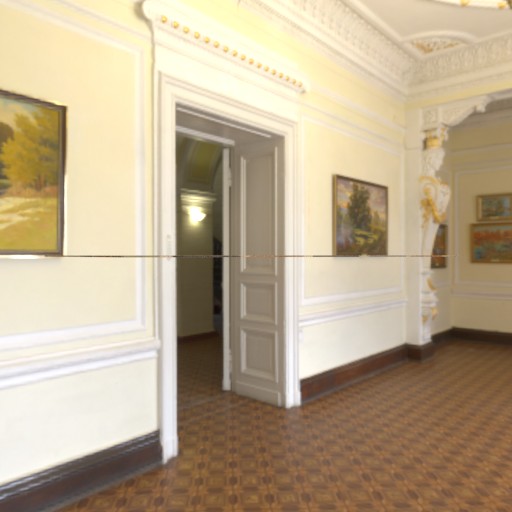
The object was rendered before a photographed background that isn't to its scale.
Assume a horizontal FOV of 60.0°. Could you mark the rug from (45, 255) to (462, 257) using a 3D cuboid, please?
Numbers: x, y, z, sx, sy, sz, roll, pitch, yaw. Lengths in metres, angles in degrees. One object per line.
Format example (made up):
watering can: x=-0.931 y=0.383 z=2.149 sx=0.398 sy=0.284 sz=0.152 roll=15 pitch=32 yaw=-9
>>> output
rug: x=0.000 y=0.000 z=2.913 sx=2.284 sy=0.006 sz=1.521 roll=0 pitch=0 yaw=-35
